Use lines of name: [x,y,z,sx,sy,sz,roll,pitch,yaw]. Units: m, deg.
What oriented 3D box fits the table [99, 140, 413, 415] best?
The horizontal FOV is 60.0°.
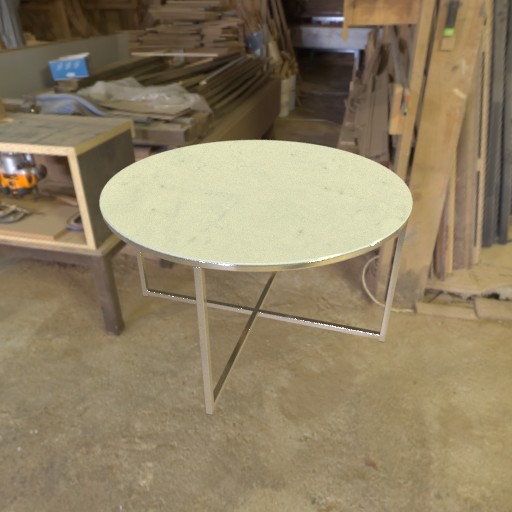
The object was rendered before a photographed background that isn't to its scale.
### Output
table: [0.000,0.000,1.299,0.800,0.450,0.800,0,31,0]
